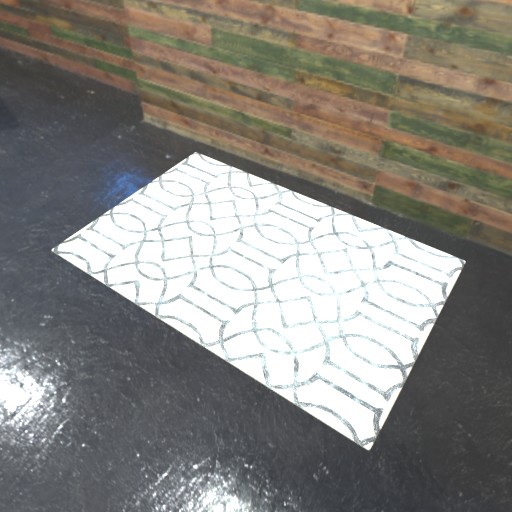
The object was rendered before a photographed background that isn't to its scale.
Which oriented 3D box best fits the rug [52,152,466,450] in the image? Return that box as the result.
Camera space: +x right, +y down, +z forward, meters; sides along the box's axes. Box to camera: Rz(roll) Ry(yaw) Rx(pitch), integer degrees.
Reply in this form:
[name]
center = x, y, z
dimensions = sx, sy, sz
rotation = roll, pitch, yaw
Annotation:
[rug]
center = 0.000, 0.000, 2.999
dimensions = 2.365, 0.017, 1.521
rotation = 26, 50, 24
